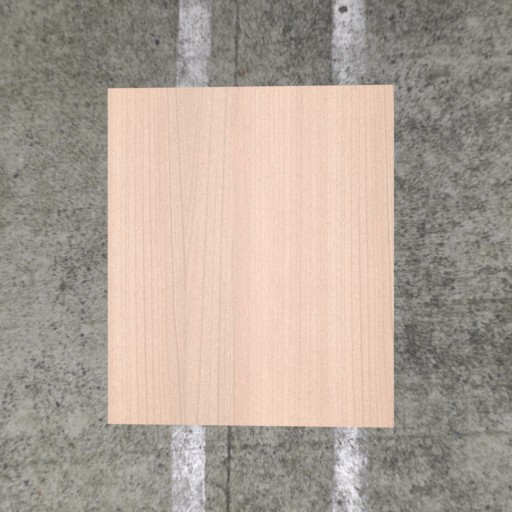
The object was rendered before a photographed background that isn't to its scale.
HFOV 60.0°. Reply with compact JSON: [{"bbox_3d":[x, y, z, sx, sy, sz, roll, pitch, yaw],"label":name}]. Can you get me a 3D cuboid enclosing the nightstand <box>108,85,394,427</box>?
[{"bbox_3d":[0.000,0.000,0.853,0.380,0.530,0.450,0,90,2],"label":"nightstand"}]
